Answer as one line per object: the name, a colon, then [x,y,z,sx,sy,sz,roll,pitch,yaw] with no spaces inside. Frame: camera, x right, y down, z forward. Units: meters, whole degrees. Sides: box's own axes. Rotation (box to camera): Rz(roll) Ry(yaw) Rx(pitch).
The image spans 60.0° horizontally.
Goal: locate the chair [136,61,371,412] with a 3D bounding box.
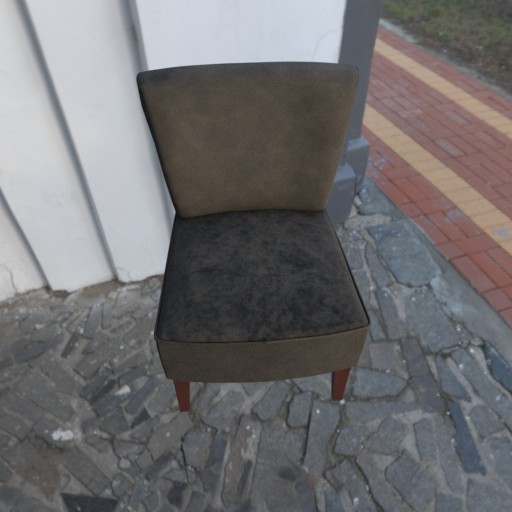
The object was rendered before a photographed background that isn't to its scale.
chair: [0.000,0.000,1.172,0.521,0.806,0.554,-3,47,-3]
